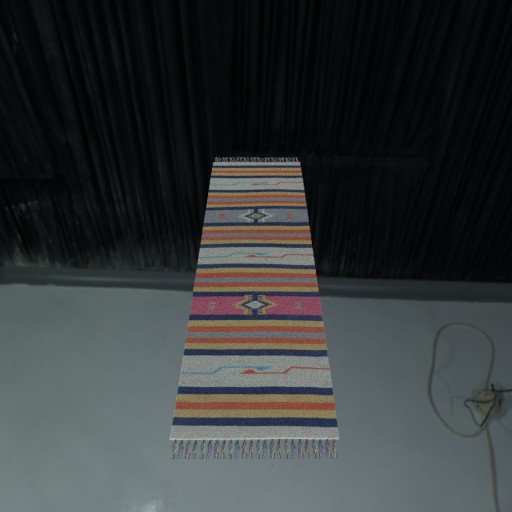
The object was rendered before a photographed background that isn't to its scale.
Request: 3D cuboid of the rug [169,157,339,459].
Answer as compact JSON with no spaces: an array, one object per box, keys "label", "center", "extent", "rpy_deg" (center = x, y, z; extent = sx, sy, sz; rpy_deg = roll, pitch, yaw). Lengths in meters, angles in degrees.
[{"label":"rug","center":[0.000,0.000,2.682],"extent":[0.695,0.017,2.455],"rpy_deg":[0,41,0]}]
